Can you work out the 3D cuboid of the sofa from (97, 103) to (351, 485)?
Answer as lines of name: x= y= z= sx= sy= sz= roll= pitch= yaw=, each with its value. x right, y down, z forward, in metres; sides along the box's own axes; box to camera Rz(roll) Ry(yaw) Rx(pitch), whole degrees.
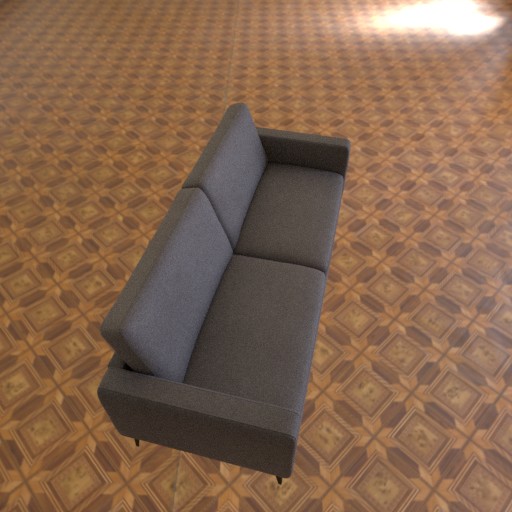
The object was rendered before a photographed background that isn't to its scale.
sofa: x=0.000 y=0.000 z=2.327 sx=0.774 sy=0.828 sz=1.925 roll=10 pitch=48 yaw=9
